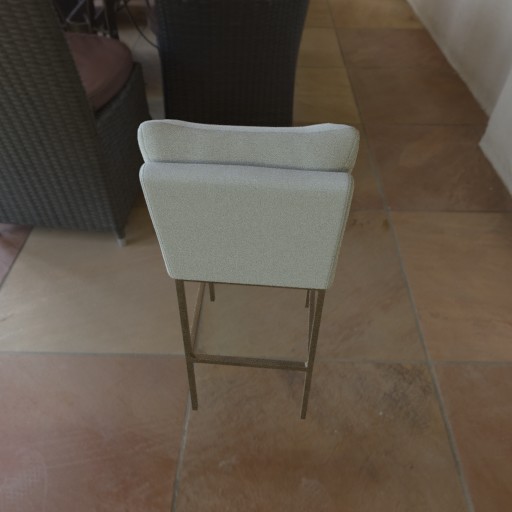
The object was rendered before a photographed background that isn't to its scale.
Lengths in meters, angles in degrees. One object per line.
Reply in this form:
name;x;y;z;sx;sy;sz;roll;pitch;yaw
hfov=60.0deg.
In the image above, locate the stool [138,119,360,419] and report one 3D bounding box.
stool;0.000;0.000;1.411;0.463;1.125;0.572;3;46;3
